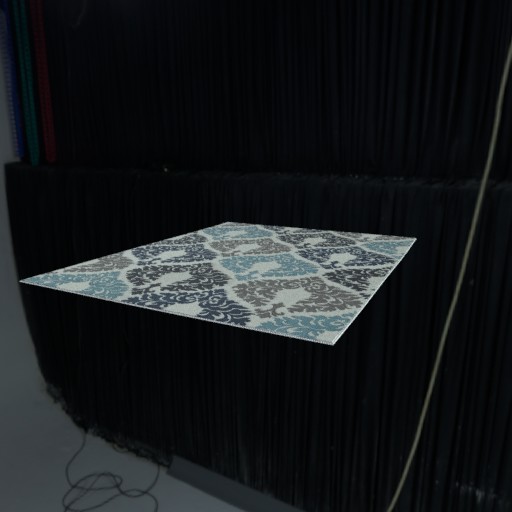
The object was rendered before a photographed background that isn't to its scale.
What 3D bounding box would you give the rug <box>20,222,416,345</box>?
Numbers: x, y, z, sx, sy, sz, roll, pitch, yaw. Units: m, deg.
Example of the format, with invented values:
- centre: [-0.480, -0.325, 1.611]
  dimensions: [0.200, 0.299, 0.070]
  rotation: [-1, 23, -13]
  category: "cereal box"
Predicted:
- centre: [0.000, 0.000, 4.075]
  dimensions: [2.423, 0.014, 3.040]
  rotation: [7, 15, 26]
  category: "rug"
